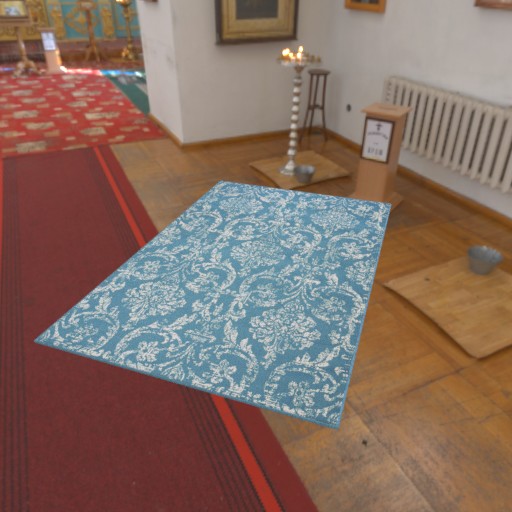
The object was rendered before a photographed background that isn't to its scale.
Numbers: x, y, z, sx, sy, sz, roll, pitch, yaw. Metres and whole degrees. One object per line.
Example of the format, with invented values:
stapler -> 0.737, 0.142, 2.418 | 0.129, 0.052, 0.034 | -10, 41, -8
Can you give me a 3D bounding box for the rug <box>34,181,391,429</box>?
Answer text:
rug -> 0.000, 0.000, 3.471 | 1.816, 0.018, 2.746 | 10, 32, 17
